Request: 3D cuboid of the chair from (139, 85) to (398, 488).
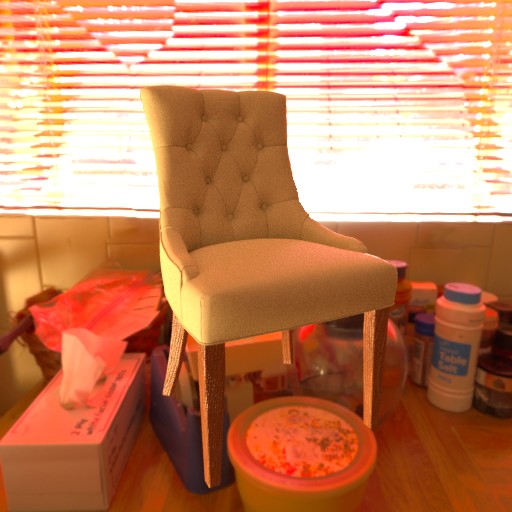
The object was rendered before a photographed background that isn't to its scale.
[{"bbox_3d":[0.000,0.000,1.163,0.509,0.874,0.565,-7,16,-26],"label":"chair"}]
